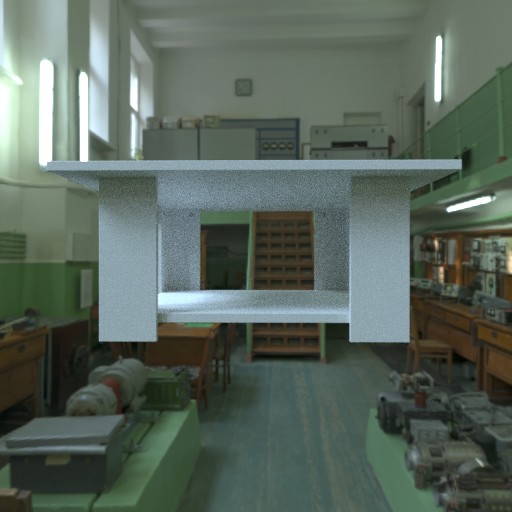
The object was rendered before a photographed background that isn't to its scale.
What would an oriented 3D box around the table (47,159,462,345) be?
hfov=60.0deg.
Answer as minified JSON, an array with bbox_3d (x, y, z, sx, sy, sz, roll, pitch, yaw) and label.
[{"bbox_3d":[0.000,0.000,1.050,0.670,0.305,0.670,0,0,1],"label":"table"}]
